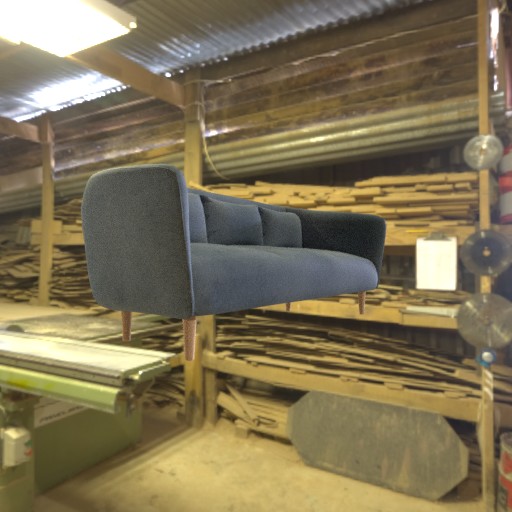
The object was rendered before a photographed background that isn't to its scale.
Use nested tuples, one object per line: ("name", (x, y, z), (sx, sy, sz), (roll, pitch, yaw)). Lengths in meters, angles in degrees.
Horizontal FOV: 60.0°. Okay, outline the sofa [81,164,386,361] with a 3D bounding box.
("sofa", (0.000, 0.000, 2.525), (0.849, 0.795, 2.095), (0, -1, 35))
